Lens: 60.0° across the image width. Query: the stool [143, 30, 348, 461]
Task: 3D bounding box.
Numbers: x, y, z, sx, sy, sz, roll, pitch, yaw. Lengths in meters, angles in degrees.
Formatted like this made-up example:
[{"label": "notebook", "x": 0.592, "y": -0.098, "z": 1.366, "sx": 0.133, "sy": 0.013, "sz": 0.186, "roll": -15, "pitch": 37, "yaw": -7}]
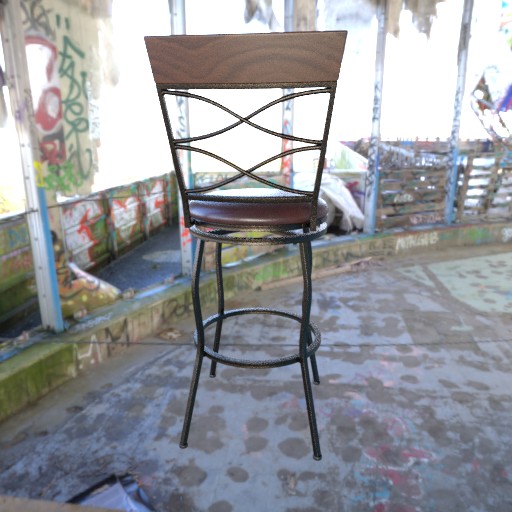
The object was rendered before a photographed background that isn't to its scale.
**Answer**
[{"label": "stool", "x": 0.000, "y": 0.000, "z": 1.332, "sx": 0.448, "sy": 1.130, "sz": 0.513, "roll": 2, "pitch": 16, "yaw": 7}]
